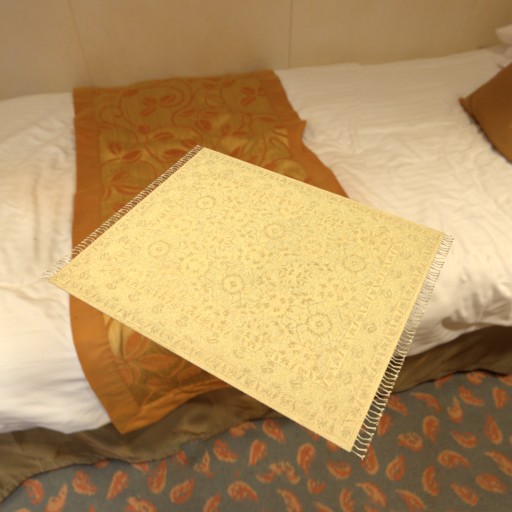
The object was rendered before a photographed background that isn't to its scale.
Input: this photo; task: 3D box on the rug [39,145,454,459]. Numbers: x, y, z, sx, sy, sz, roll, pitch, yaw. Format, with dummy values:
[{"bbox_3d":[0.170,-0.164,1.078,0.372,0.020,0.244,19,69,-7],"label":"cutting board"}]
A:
[{"bbox_3d":[0.000,0.000,4.099,3.043,0.013,2.444,24,52,20],"label":"rug"}]
